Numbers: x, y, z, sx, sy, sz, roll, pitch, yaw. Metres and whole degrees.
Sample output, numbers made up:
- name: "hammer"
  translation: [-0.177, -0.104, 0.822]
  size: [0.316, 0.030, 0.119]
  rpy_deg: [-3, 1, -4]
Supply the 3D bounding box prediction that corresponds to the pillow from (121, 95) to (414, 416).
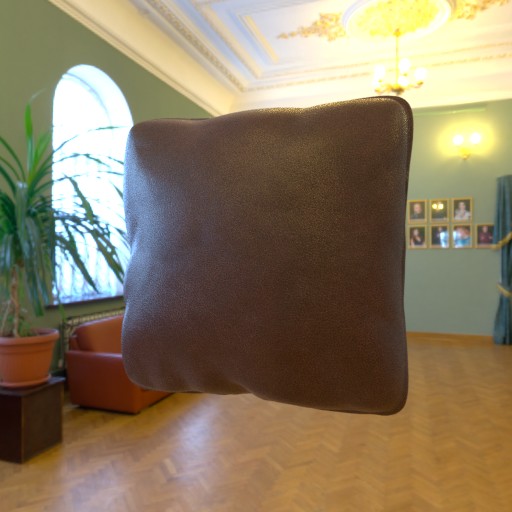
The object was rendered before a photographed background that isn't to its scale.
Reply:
- name: "pillow"
  translation: [0.000, 0.000, 0.793]
  size: [0.532, 0.523, 0.236]
  rpy_deg: [0, 0, 17]
